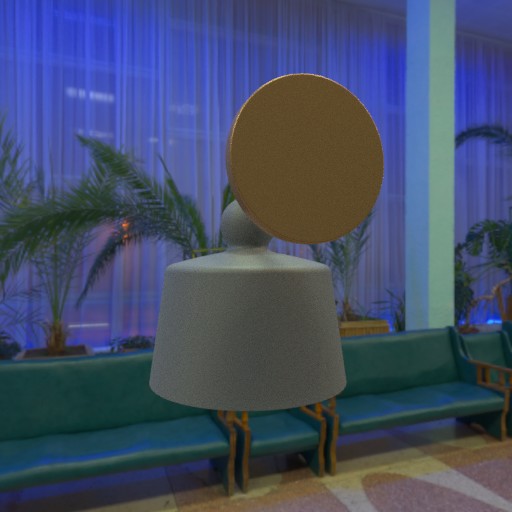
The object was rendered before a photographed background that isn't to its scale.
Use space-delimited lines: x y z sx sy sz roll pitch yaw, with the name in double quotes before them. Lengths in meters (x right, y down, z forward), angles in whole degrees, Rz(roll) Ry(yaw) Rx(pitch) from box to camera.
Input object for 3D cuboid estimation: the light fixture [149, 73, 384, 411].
"light fixture" 0.000 0.000 0.445 0.204 0.268 0.254 0 0 -19
